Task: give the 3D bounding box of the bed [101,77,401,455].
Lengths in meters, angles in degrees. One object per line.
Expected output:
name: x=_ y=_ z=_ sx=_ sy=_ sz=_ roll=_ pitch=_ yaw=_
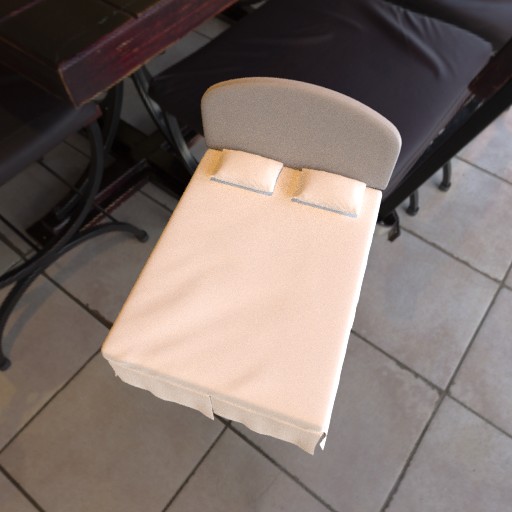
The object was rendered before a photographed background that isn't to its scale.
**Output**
bed: x=0.000 y=0.000 z=3.084 sx=1.607 sy=1.410 sz=2.005 roll=16 pitch=60 yaw=9
